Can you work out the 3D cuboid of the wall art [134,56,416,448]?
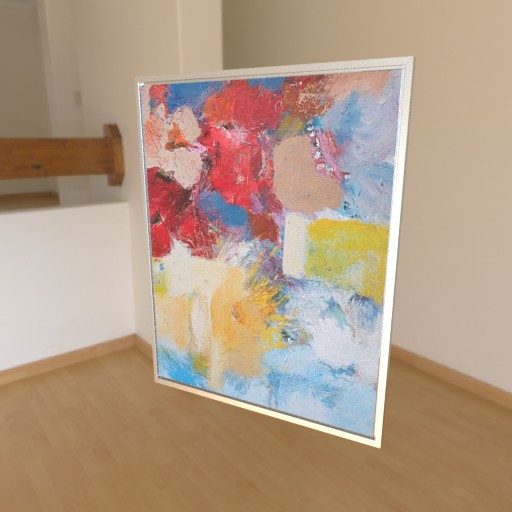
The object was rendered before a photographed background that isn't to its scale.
[{"bbox_3d":[0.000,0.000,1.330,0.816,1.046,0.030,7,17,25],"label":"wall art"}]
